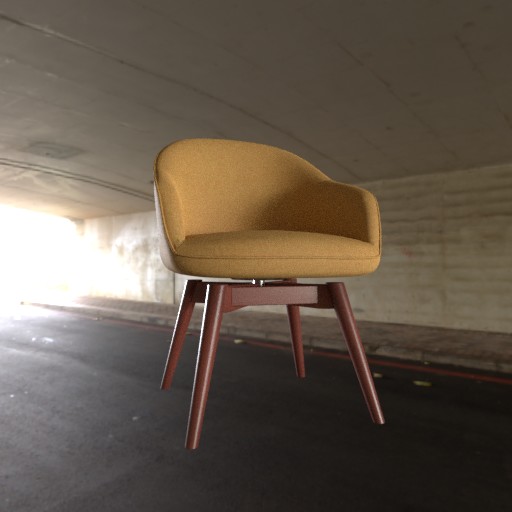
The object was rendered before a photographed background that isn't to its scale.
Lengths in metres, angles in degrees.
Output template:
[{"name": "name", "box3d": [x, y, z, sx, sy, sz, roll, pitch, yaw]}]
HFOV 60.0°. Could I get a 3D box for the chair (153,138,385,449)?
[{"name": "chair", "box3d": [0.000, 0.000, 1.267, 0.596, 0.823, 0.635, 0, -1, -18]}]
